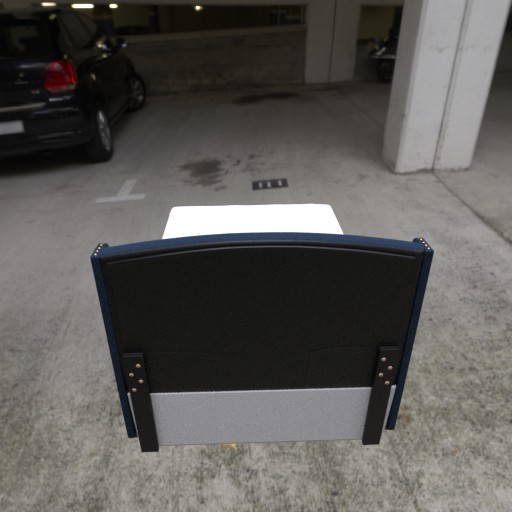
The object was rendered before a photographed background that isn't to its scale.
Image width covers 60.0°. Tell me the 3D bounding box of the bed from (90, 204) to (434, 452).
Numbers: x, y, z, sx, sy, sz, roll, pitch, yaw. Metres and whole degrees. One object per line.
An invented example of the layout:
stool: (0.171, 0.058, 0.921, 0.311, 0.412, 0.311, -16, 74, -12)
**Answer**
bed: (0.000, 0.000, 3.276, 1.604, 1.402, 2.223, -1, 30, -2)
